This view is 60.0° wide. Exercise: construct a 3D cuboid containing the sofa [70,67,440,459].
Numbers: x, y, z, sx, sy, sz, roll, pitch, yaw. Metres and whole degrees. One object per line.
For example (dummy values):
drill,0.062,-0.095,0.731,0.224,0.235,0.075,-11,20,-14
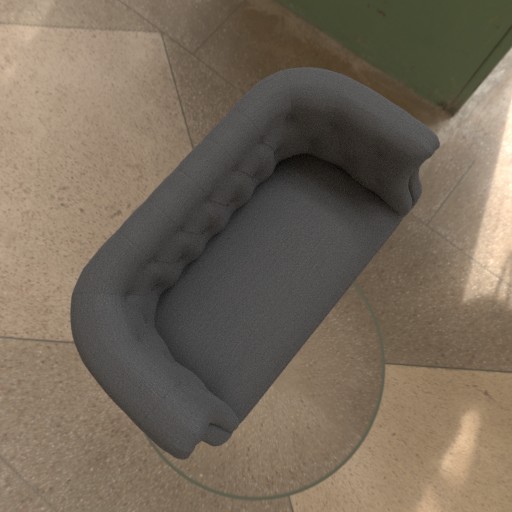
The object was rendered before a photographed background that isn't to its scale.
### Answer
sofa,0.000,0.000,1.988,0.835,0.827,1.558,39,80,8
